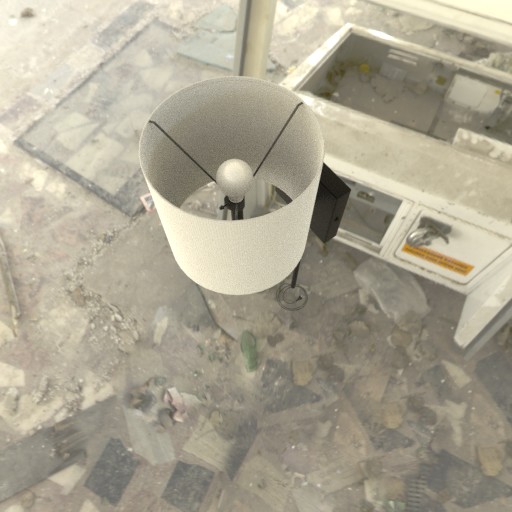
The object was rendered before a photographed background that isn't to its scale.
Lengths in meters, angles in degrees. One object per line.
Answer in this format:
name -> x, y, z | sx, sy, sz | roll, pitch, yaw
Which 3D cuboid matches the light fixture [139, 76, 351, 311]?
light fixture -> 0.000, 0.000, 0.720 | 0.248, 0.589, 0.188 | -34, 68, -15
